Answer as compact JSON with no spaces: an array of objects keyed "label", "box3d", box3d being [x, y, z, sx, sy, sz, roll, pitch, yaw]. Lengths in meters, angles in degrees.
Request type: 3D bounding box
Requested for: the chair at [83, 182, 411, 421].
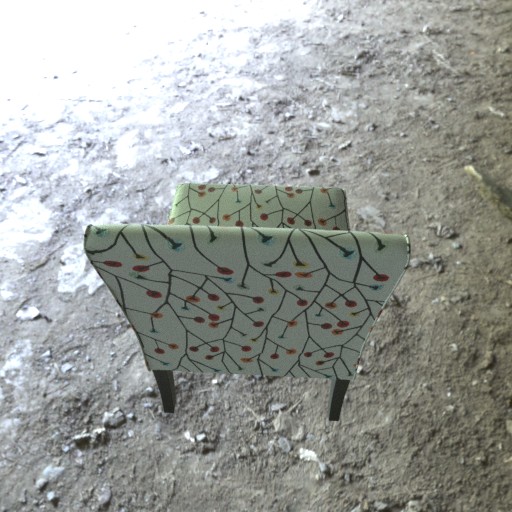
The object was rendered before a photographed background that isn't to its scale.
[{"label":"chair","box3d":[0.000,0.000,1.291,0.597,0.813,0.732,2,46,2]}]
